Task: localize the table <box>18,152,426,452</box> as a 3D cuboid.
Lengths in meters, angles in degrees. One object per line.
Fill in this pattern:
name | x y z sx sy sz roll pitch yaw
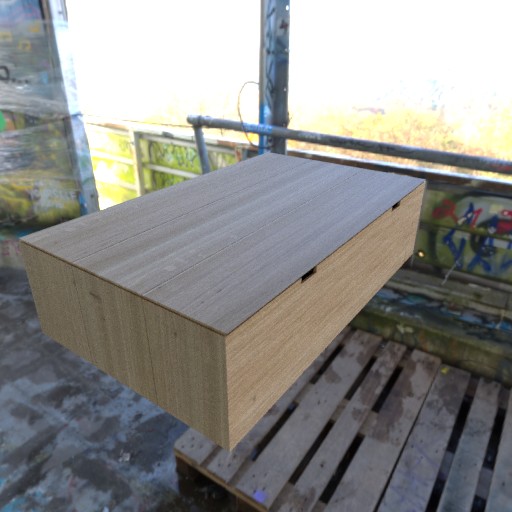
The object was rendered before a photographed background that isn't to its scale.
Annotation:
table | 0.000 0.000 1.419 0.678 0.353 1.110 18 32 32
